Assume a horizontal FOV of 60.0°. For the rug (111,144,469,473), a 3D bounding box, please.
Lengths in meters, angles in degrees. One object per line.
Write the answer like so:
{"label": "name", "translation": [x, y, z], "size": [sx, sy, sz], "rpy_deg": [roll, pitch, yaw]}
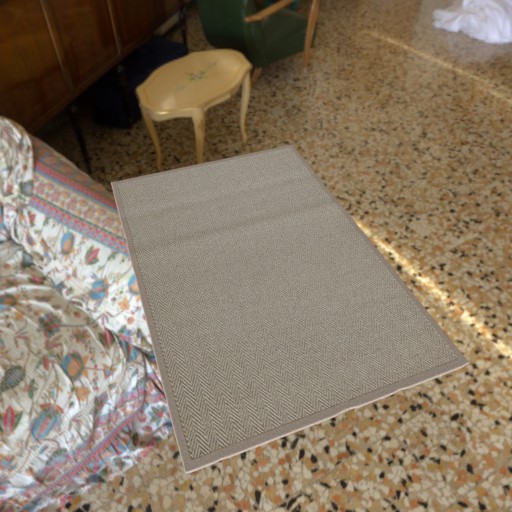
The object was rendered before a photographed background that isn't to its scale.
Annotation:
{"label": "rug", "translation": [0.000, 0.000, 2.887], "size": [1.540, 0.021, 2.290], "rpy_deg": [-15, 48, -14]}
